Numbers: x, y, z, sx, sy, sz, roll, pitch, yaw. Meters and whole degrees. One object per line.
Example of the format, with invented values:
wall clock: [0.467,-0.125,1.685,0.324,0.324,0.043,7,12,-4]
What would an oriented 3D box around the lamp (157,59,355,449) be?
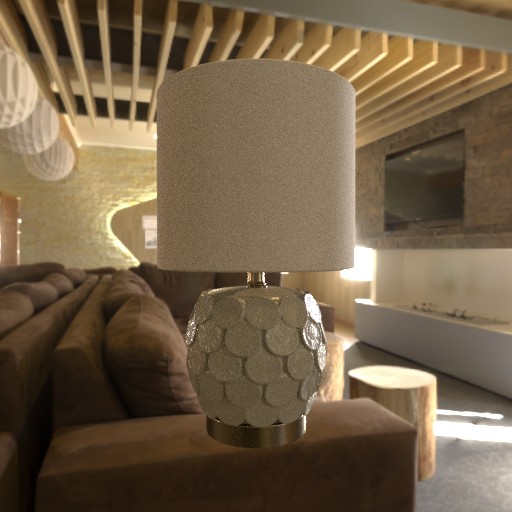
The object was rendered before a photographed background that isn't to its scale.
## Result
lamp: [0.000,0.000,0.583,0.254,0.452,0.254,0,1,0]
